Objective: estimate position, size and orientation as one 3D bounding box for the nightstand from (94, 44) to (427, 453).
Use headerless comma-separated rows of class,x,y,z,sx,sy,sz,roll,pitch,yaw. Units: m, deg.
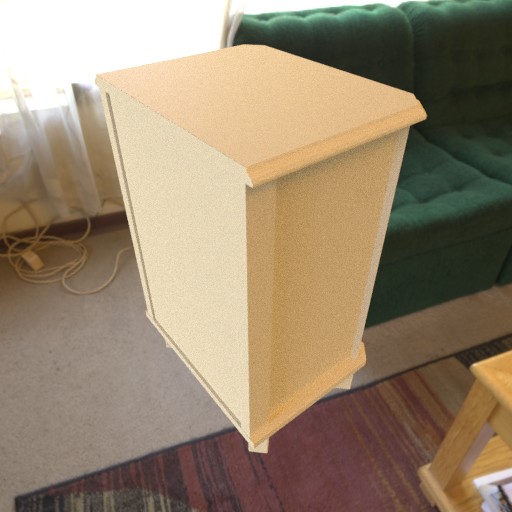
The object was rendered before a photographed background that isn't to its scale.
nightstand,0.000,0.000,0.900,0.351,0.681,0.435,-26,46,-29
